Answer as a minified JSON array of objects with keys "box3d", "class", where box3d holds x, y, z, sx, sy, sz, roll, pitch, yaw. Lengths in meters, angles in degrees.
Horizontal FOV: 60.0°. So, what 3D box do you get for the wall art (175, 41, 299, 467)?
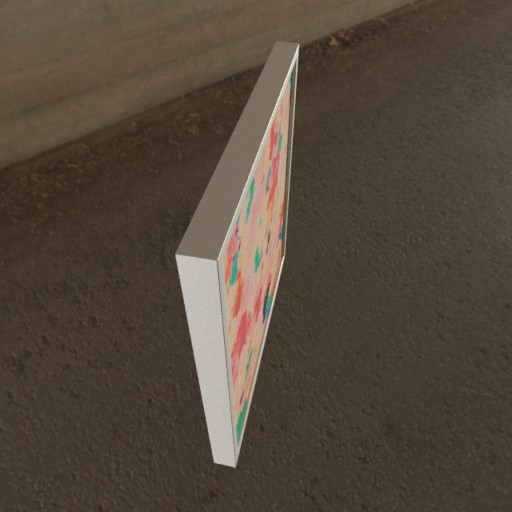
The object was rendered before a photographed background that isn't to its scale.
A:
[{"box3d":[0.000,0.000,0.741,0.038,0.505,0.506,9,46,8],"class":"wall art"}]
